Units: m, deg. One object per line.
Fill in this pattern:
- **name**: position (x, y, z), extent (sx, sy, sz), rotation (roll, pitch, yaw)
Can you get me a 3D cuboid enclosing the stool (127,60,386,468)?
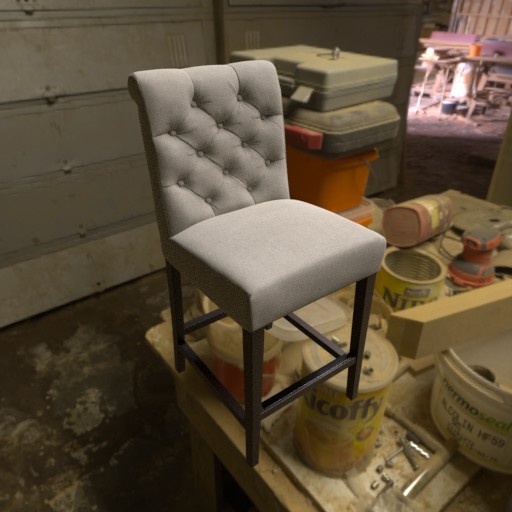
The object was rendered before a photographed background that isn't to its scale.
- **stool**: position (0.000, 0.000, 1.366), extent (0.493, 1.040, 0.601), rotation (-20, 36, -31)
